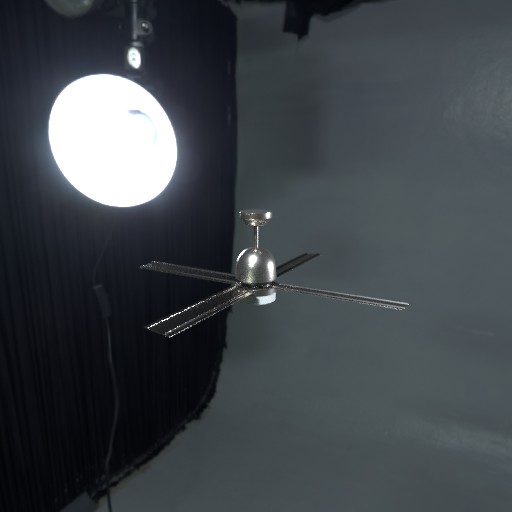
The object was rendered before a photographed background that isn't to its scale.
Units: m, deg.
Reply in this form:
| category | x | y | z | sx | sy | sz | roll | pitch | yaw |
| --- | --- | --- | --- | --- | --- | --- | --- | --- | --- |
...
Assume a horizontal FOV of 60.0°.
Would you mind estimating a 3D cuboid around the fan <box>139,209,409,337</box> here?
| category | x | y | z | sx | sy | sz | roll | pitch | yaw |
| --- | --- | --- | --- | --- | --- | --- | --- | --- | --- |
| fan | 0.000 | 0.000 | 2.018 | 1.346 | 0.406 | 1.346 | 7 | 15 | 27 |
